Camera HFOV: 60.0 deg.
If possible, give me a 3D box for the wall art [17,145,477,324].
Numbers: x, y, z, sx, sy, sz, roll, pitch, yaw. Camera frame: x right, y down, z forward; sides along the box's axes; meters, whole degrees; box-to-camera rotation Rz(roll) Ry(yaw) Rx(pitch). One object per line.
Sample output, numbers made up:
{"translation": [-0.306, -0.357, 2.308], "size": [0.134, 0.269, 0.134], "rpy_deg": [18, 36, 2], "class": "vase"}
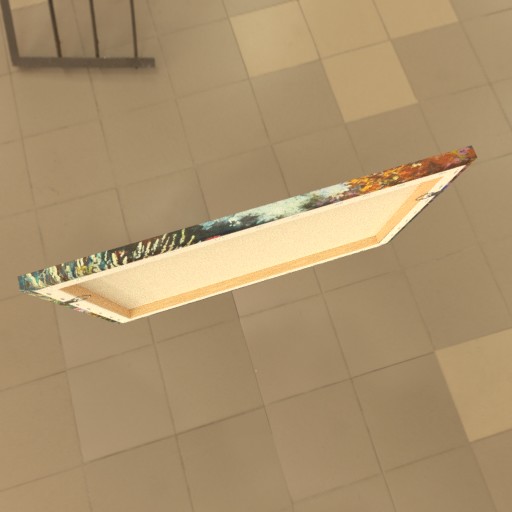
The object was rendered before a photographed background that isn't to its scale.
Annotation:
{"translation": [0.000, 0.000, 1.423], "size": [1.136, 0.760, 0.042], "rpy_deg": [-17, 76, -4], "class": "wall art"}
